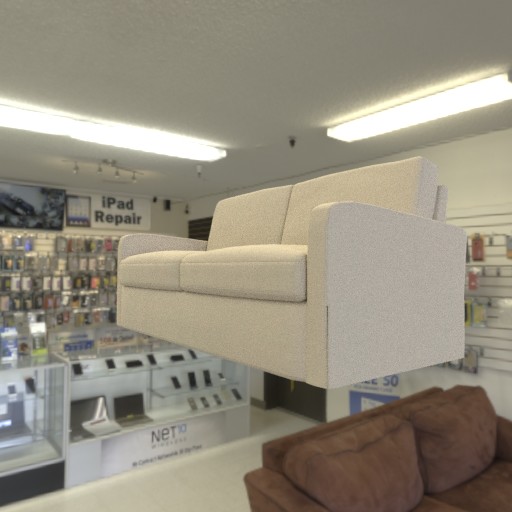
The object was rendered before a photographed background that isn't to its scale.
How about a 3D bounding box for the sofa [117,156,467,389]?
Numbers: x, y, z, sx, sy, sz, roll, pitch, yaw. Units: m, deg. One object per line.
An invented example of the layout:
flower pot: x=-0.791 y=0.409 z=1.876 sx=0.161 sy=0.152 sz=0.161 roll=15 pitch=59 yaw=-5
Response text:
sofa: x=0.000 y=0.000 z=2.274 sx=0.894 sy=0.831 sz=1.808 roll=1 pitch=-2 yaw=-37
